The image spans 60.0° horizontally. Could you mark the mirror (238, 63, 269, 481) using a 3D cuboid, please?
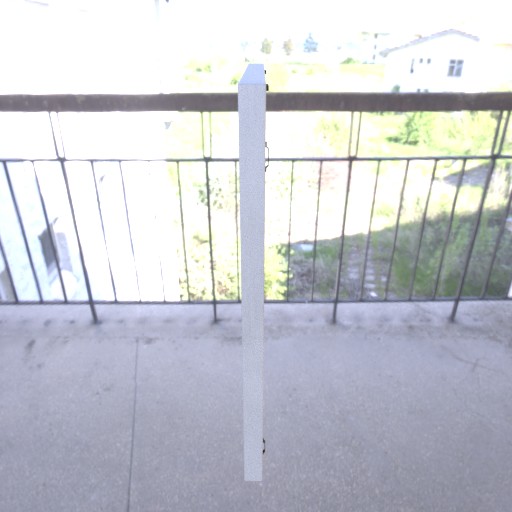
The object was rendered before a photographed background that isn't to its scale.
[{"bbox_3d":[0.000,0.000,0.919,0.039,0.710,0.507,0,26,1],"label":"mirror"}]
